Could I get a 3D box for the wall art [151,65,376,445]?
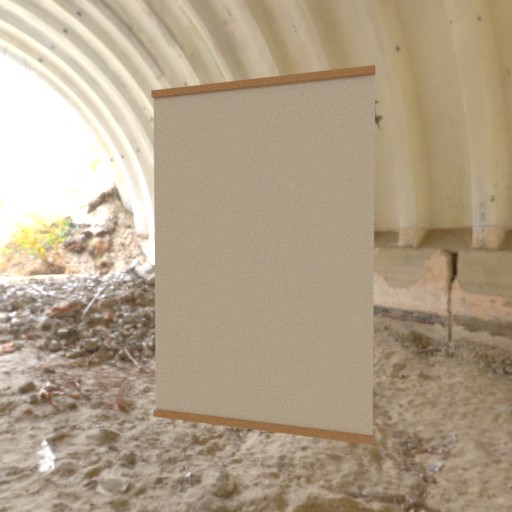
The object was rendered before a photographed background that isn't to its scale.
[{"bbox_3d":[0.000,0.000,1.926,0.991,1.510,0.040,0,2,17],"label":"wall art"}]
